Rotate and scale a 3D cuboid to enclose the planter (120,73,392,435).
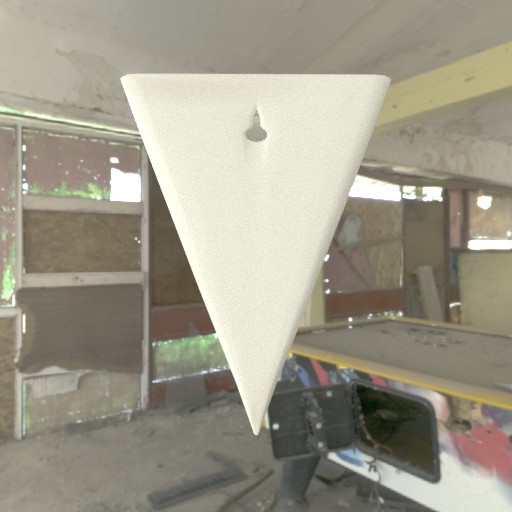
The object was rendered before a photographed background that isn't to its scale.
[{"bbox_3d":[0.000,0.000,0.269,0.150,0.197,0.060,0,0,-1],"label":"planter"}]
